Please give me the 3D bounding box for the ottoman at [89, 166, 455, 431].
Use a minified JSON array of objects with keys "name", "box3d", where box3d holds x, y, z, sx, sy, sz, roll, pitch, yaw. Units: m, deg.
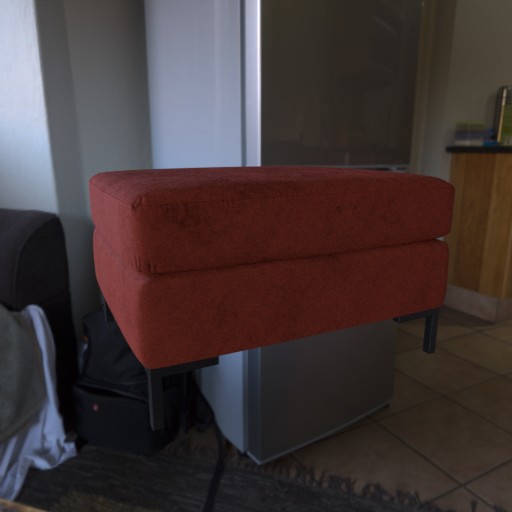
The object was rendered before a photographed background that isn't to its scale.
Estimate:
[{"name":"ottoman","box3d":[0.000,0.000,1.201,0.782,0.462,0.650,-7,16,-25]}]
